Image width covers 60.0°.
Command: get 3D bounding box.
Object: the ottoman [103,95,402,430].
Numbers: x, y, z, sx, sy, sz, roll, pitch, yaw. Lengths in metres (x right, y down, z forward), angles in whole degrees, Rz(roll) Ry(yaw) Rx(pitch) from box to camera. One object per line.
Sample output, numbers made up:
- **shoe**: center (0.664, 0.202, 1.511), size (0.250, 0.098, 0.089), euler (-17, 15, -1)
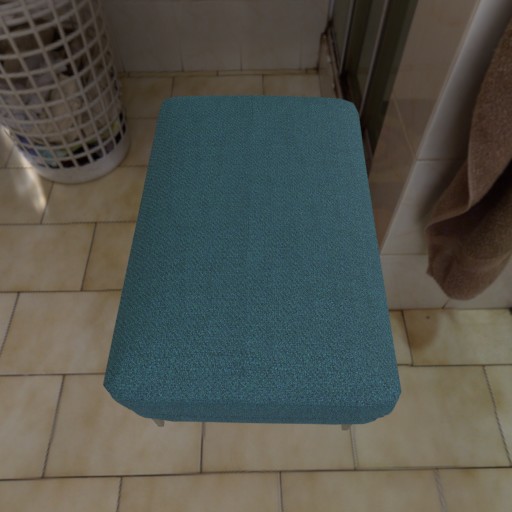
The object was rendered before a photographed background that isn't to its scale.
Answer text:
- **ottoman**: center (0.000, 0.000, 1.169), size (0.563, 0.498, 0.856), euler (1, 58, 1)
